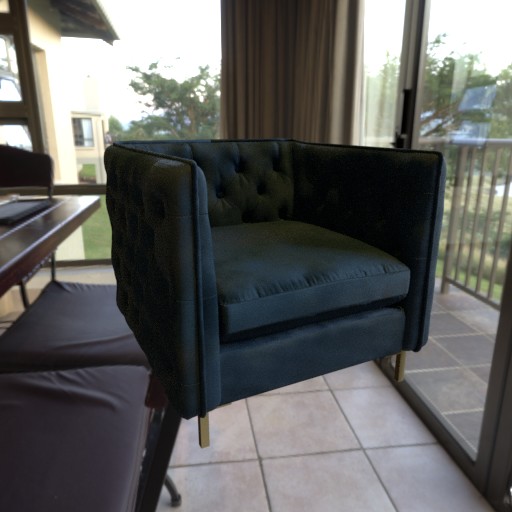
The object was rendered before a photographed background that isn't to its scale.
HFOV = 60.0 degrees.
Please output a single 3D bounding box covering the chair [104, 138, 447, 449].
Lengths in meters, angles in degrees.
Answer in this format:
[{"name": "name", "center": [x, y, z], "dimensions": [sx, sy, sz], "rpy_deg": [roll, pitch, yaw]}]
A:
[{"name": "chair", "center": [0.000, 0.000, 1.552], "dimensions": [0.868, 0.771, 0.877], "rpy_deg": [-8, 18, -26]}]
